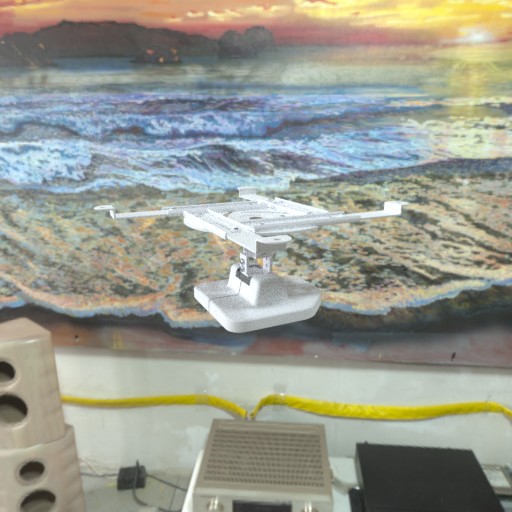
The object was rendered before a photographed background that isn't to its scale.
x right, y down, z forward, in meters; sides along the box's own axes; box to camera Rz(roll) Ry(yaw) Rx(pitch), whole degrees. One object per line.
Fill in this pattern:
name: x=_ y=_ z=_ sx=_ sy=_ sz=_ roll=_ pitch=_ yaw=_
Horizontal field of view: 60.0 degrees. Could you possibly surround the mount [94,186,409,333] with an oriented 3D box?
mount: x=0.000 y=0.000 z=0.610 sx=0.394 sy=0.141 sz=0.394 roll=-7 pitch=17 yaw=-25
